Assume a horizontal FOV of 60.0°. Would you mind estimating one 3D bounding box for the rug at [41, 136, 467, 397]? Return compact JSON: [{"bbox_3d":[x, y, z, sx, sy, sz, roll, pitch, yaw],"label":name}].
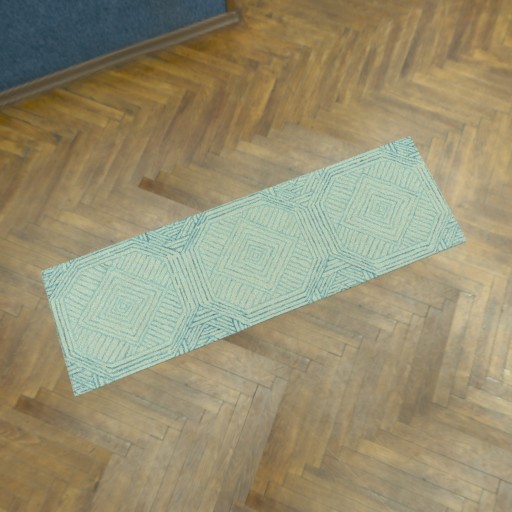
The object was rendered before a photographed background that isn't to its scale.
[{"bbox_3d":[0.000,0.000,2.663,2.452,0.012,0.775,-21,76,-6],"label":"rug"}]
